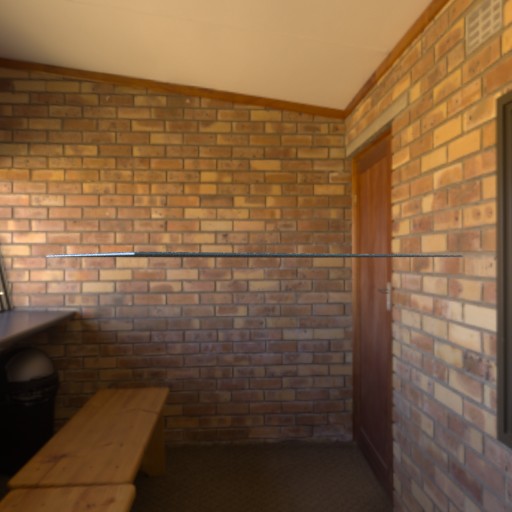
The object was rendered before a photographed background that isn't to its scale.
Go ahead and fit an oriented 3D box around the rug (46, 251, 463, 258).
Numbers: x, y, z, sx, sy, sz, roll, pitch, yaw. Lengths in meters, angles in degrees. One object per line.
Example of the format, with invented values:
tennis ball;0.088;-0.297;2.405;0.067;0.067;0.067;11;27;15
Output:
rug;0.000;0.000;2.865;2.205;0.012;1.554;0;-1;-36
